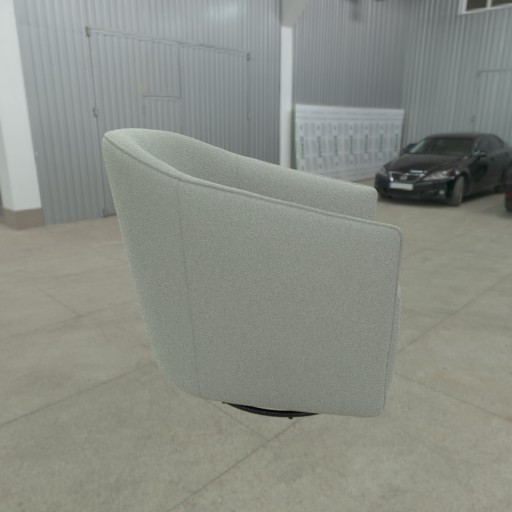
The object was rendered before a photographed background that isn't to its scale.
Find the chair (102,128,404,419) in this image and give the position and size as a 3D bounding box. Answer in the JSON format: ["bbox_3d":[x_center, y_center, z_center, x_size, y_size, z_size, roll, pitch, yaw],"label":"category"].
[{"bbox_3d":[0.000,0.000,1.445,0.875,0.799,0.747,3,17,9],"label":"chair"}]
